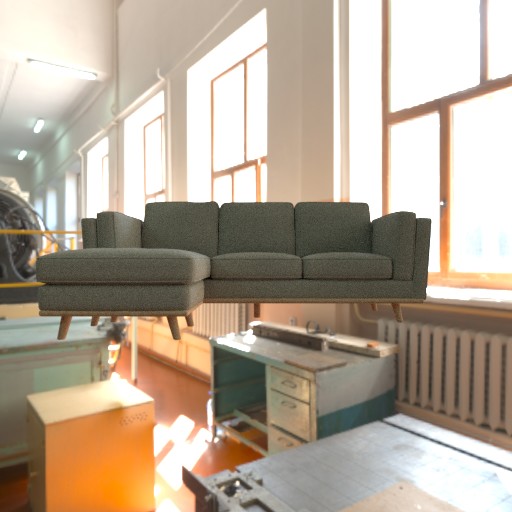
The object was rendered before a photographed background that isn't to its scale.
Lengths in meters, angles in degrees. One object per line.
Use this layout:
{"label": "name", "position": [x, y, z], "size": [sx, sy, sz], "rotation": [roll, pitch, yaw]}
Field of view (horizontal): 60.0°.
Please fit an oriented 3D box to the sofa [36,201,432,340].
{"label": "sofa", "position": [0.000, 0.000, 3.110], "size": [2.411, 0.929, 1.604], "rotation": [0, 0, 1]}
